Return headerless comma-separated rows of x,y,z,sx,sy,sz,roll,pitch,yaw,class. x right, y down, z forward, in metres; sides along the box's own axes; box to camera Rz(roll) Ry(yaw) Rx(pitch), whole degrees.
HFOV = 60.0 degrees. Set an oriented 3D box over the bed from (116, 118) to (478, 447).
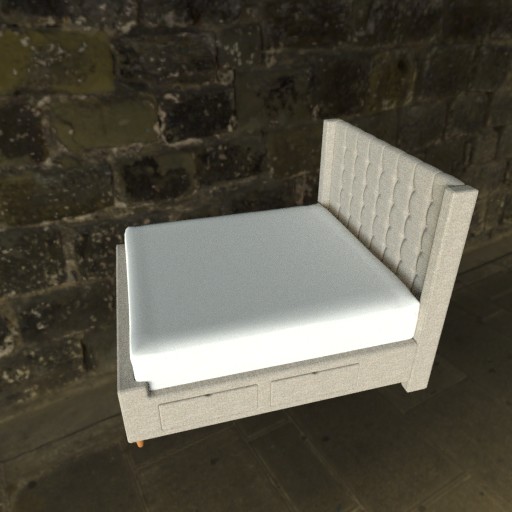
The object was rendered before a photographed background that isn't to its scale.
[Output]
0.000,0.000,3.785,2.372,1.748,2.044,-8,31,-13,bed
